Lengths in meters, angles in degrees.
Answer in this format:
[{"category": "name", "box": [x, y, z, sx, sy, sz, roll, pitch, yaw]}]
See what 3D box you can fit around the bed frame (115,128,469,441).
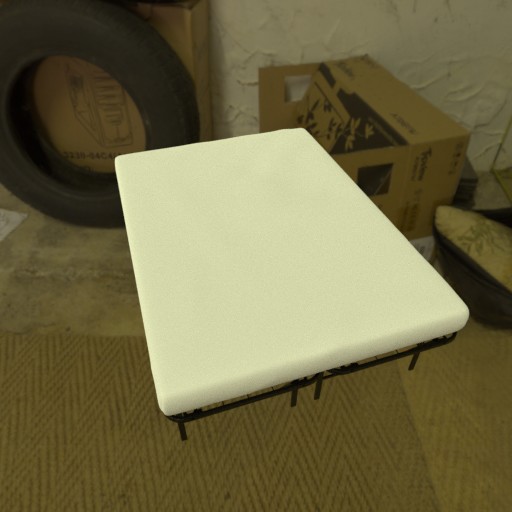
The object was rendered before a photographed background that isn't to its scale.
[{"category": "bed frame", "box": [0.000, 0.000, 2.605, 1.372, 0.637, 1.905, -12, 43, -14]}]
